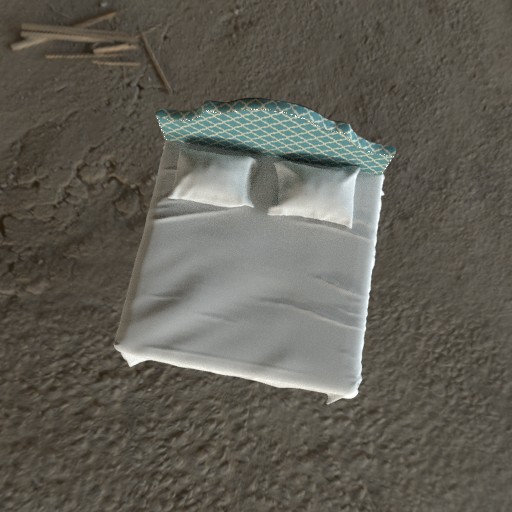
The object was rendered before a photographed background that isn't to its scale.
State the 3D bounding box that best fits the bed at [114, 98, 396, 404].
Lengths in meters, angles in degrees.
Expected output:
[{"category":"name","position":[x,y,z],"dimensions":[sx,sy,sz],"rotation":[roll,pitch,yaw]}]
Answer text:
[{"category":"bed","position":[0.000,0.000,3.764],"dimensions":[2.314,1.601,2.222],"rotation":[10,76,2]}]
